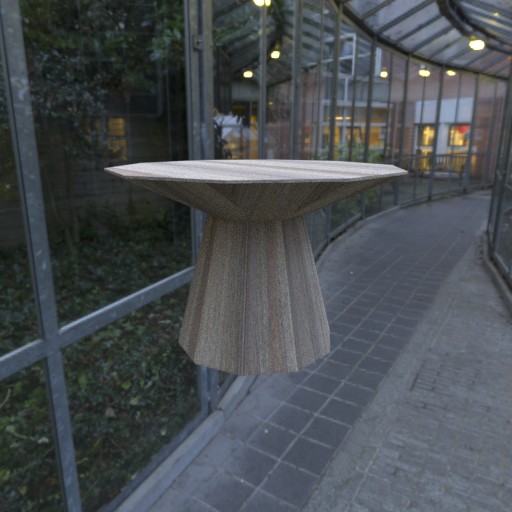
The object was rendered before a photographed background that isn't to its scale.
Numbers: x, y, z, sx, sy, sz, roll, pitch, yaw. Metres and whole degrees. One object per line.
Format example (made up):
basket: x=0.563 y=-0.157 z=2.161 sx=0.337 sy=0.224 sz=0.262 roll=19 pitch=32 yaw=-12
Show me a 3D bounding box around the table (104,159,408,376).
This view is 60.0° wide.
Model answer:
table: x=0.000 y=0.000 z=1.900 sx=1.186 sy=0.752 sz=1.186 roll=0 pitch=15 yaw=0
